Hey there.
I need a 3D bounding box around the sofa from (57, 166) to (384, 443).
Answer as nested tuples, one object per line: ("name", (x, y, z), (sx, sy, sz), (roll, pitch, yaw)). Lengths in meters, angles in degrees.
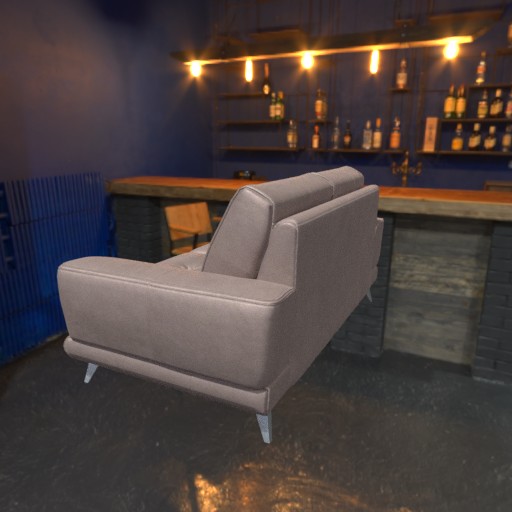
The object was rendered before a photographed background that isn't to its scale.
("sofa", (0.000, 0.000, 2.396), (1.018, 0.907, 1.806), (7, 17, 26))
